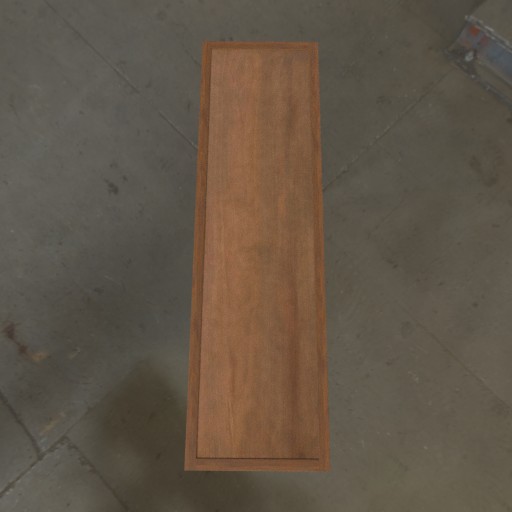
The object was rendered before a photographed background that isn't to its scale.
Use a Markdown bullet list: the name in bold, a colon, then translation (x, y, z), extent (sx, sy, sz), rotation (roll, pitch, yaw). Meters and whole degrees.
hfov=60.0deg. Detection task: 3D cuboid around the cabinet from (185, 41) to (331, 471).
- **cabinet**: translation (0.000, 0.000, 2.112), extent (0.522, 0.820, 1.708), rotation (0, 76, 0)
